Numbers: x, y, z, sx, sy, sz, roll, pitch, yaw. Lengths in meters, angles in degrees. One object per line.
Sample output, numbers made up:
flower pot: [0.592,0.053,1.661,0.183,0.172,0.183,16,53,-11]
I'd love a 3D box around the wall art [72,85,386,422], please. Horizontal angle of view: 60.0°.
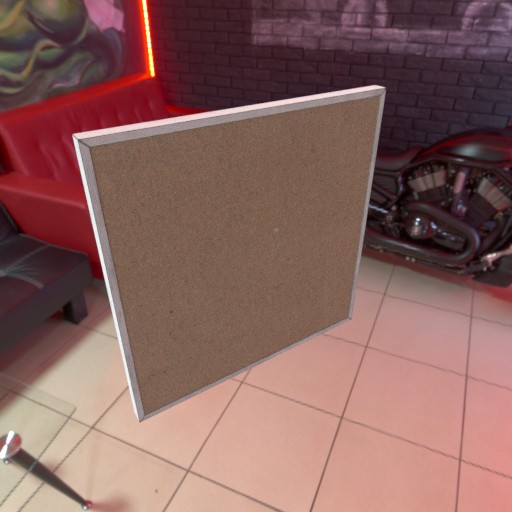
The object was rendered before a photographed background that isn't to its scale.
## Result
wall art: [0.000,0.000,1.160,0.762,0.762,0.038,-19,37,-28]
